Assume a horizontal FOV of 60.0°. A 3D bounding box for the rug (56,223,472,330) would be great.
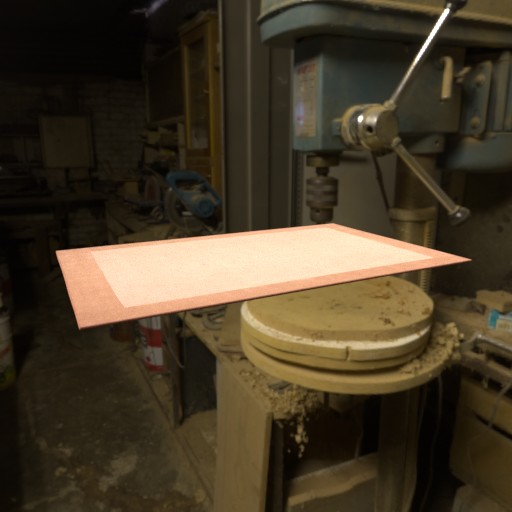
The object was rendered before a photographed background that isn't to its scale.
[{"bbox_3d":[0.000,0.000,3.048,2.438,0.014,1.524,-7,16,-26],"label":"rug"}]
